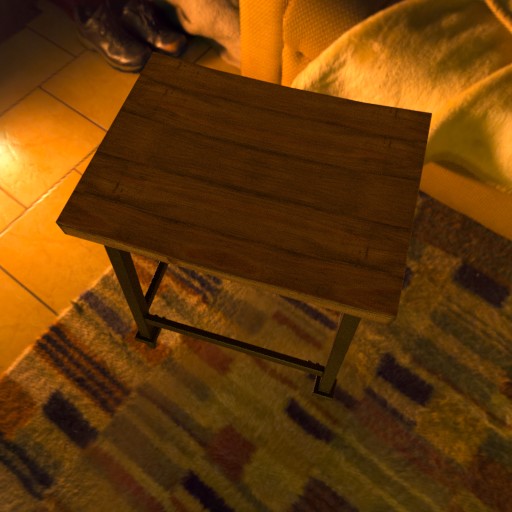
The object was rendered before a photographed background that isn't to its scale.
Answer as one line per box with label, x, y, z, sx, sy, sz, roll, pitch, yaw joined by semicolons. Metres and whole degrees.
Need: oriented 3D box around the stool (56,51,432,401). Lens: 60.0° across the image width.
stool;0.000;0.000;0.930;0.486;0.625;0.405;15;65;7
